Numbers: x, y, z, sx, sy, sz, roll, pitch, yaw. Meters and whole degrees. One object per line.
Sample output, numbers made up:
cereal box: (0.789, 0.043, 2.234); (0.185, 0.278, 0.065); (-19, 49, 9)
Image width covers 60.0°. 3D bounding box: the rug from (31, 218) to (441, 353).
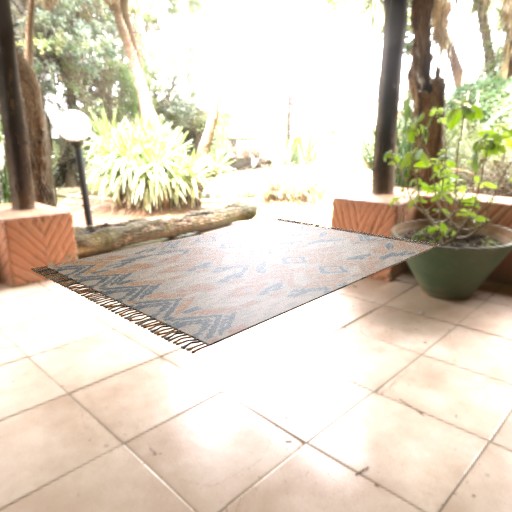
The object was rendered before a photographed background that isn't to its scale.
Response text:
rug: (0.000, 0.000, 2.333); (1.230, 0.008, 1.827); (14, 21, 42)
